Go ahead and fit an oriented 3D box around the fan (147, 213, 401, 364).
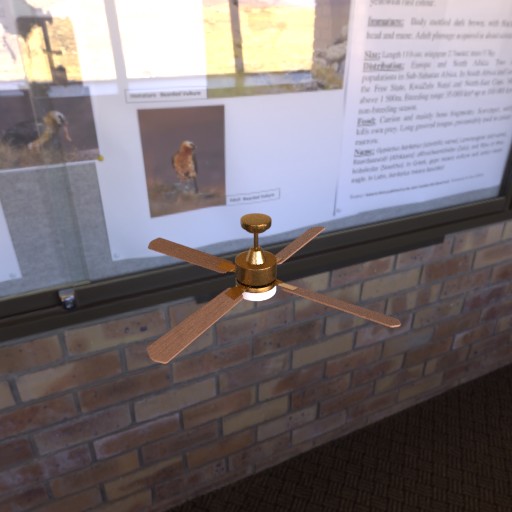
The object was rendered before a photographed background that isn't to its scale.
[{"bbox_3d":[0.000,0.000,1.968,1.320,0.355,1.320,17,32,29],"label":"fan"}]
